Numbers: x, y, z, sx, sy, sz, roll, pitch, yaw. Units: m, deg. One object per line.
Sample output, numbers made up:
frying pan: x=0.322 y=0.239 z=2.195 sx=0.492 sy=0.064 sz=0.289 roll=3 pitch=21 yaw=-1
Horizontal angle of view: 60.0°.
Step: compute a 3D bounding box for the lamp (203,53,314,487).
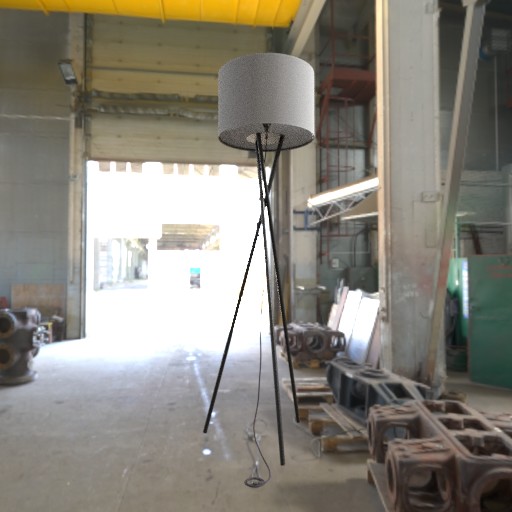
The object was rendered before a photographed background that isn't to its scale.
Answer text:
lamp: x=0.000 y=0.000 z=1.956 sx=0.522 sy=1.624 sz=0.667 roll=-2 pitch=-3 yaw=38
